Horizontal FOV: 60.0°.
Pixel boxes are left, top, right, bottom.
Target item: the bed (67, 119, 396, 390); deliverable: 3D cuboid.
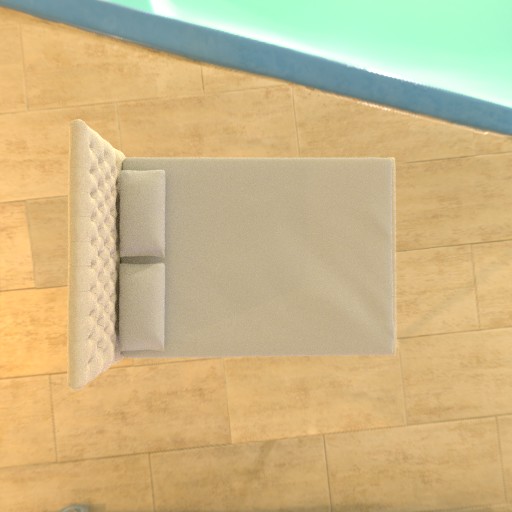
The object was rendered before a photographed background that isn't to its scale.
[{"bbox_3d":[0.000,0.000,3.461,2.387,1.427,1.698,0,89,-1],"label":"bed"}]
